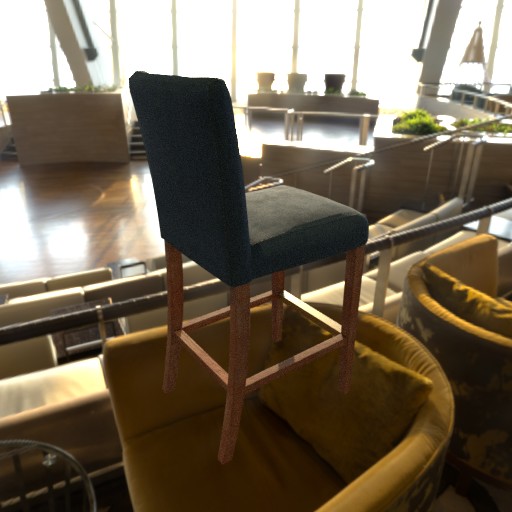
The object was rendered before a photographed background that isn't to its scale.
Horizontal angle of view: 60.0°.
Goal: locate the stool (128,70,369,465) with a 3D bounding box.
[{"bbox_3d":[0.000,0.000,1.407,0.574,1.088,0.454,-18,30,-33],"label":"stool"}]
